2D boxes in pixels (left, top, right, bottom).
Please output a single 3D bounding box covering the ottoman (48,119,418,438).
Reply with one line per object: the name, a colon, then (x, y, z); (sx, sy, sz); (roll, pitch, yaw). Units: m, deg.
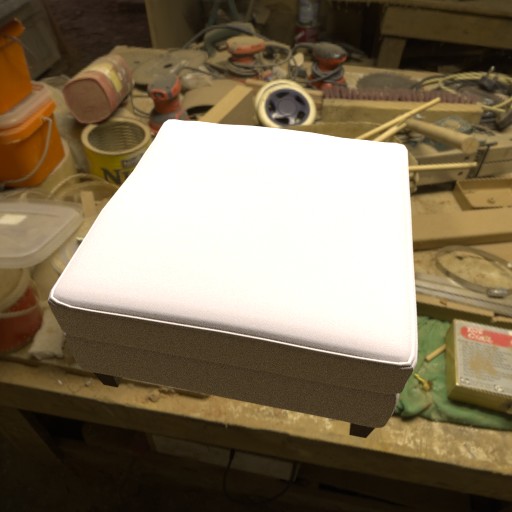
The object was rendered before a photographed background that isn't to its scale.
ottoman: (0.000, 0.000, 1.340); (0.838, 0.479, 0.838); (8, 47, 8)
